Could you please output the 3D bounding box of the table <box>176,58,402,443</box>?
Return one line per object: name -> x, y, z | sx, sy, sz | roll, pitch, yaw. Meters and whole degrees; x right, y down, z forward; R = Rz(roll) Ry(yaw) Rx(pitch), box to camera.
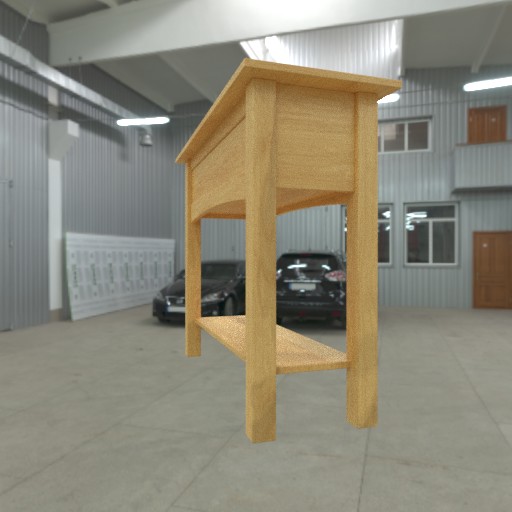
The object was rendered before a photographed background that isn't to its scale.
table -> 0.000, 0.000, 1.291 | 0.340, 0.728, 0.900 | 0, 0, -18
